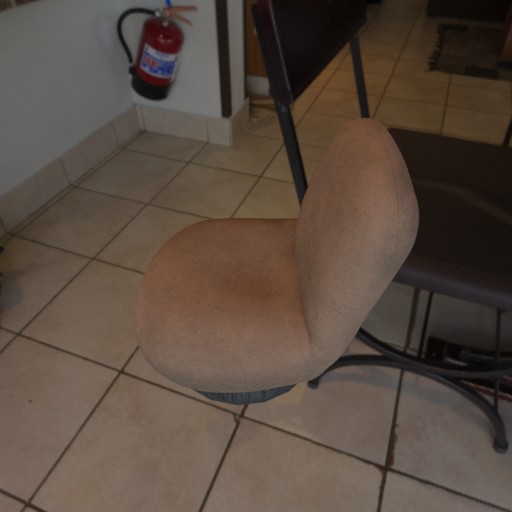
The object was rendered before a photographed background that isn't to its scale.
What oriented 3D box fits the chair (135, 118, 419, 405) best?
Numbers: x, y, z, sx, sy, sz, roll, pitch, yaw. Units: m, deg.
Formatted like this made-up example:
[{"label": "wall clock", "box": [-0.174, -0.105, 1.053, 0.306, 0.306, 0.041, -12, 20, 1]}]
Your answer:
[{"label": "chair", "box": [0.000, 0.000, 1.044, 0.597, 0.594, 0.521, 2, 41, 2]}]
